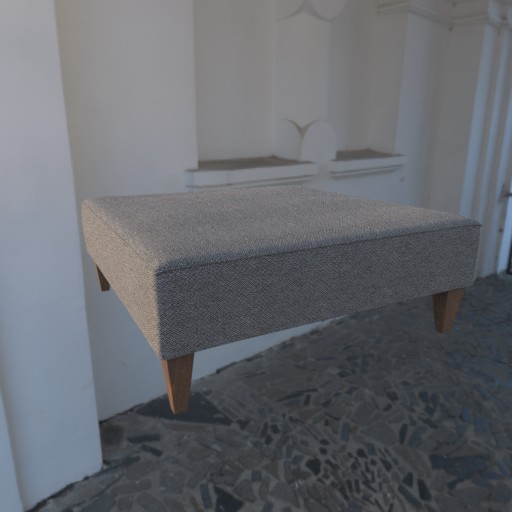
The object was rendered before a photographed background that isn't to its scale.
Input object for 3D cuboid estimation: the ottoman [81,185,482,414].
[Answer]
[{"bbox_3d":[0.000,0.000,1.498,0.970,0.378,0.981,-8,18,-27],"label":"ottoman"}]
